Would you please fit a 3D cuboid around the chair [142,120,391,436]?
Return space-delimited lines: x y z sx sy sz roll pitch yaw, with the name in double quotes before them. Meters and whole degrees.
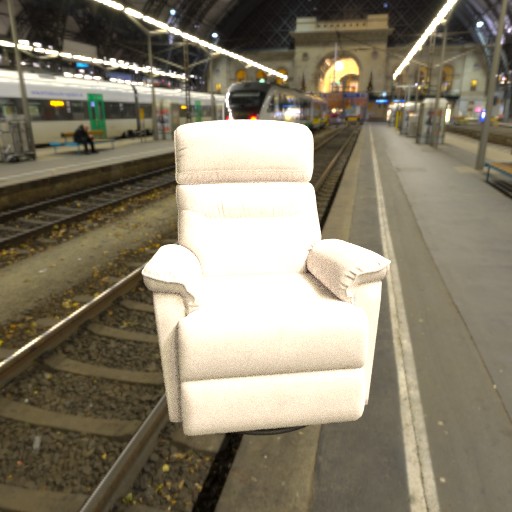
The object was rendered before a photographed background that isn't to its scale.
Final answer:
"chair" 0.000 0.000 1.789 0.820 1.039 1.001 -2 18 -7
